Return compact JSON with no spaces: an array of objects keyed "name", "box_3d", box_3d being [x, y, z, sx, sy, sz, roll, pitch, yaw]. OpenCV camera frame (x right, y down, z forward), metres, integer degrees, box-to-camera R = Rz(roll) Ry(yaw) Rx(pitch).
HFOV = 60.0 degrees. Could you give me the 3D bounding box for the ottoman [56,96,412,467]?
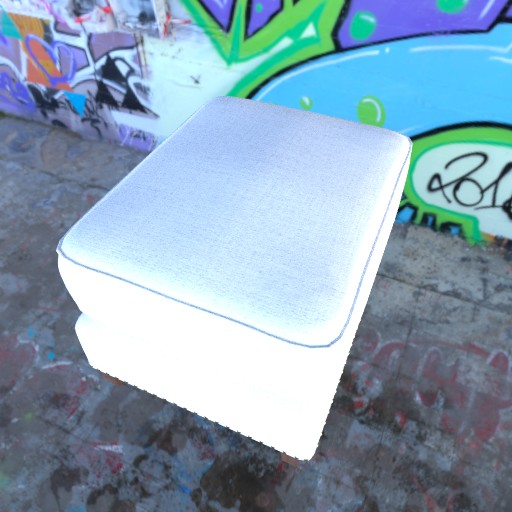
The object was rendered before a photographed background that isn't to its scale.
[{"name":"ottoman","box_3d":[0.000,0.000,1.120,0.589,0.537,0.738,18,49,16]}]
